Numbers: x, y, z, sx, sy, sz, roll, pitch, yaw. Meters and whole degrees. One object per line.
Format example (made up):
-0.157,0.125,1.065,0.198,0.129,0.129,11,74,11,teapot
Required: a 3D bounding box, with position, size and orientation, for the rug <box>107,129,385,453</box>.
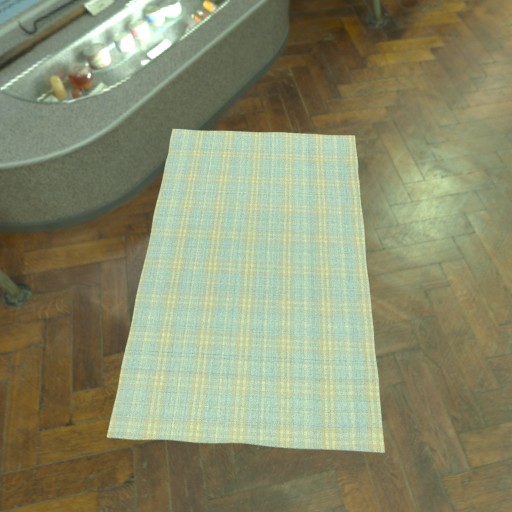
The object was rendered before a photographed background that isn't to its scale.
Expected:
0.000,0.000,3.085,1.545,0.016,2.460,2,58,2,rug
